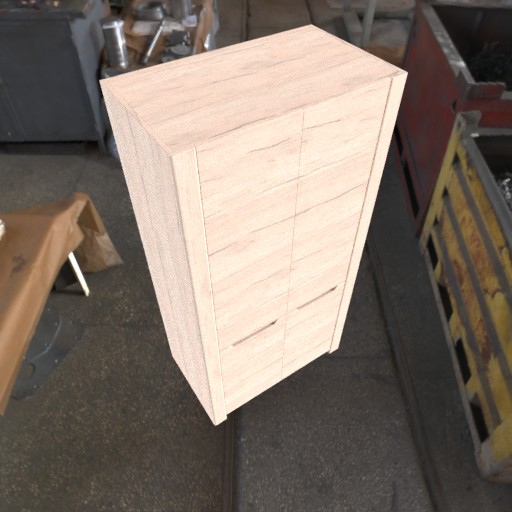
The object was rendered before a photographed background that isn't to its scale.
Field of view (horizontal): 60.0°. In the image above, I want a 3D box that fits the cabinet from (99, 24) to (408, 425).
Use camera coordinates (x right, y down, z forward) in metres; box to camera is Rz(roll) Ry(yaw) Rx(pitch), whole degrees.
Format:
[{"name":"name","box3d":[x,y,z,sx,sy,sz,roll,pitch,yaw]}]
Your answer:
[{"name":"cabinet","box3d":[0.000,0.000,2.332,0.980,1.930,0.580,-26,52,-22]}]
